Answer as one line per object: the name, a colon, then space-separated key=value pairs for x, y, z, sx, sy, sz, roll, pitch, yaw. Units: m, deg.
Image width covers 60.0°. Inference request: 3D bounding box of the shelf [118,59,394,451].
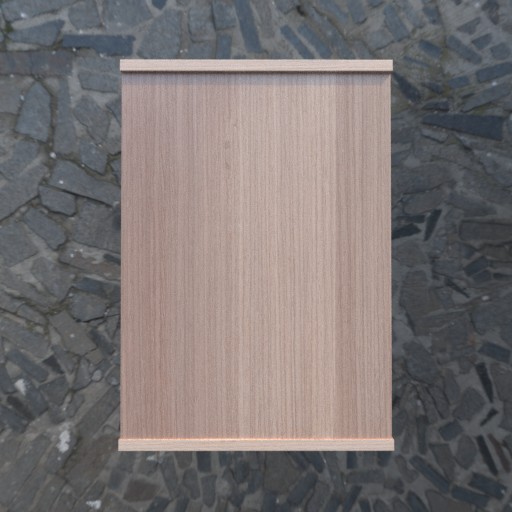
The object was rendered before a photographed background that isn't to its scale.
shelf: x=0.000 y=0.000 z=0.621 sx=0.290 sy=0.305 sz=0.415 roll=0 pitch=89 yaw=0
